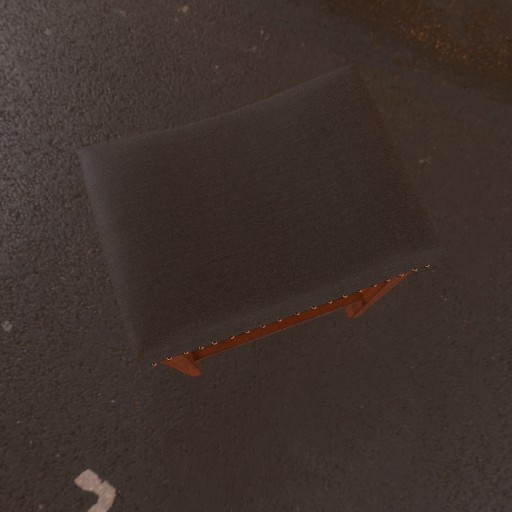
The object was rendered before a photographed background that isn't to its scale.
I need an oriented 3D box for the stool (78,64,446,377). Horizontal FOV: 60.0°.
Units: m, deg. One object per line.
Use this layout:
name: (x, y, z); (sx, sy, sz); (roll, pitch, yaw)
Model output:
stool: (0.000, 0.000, 0.852); (0.439, 0.612, 0.320); (-19, 76, -5)
